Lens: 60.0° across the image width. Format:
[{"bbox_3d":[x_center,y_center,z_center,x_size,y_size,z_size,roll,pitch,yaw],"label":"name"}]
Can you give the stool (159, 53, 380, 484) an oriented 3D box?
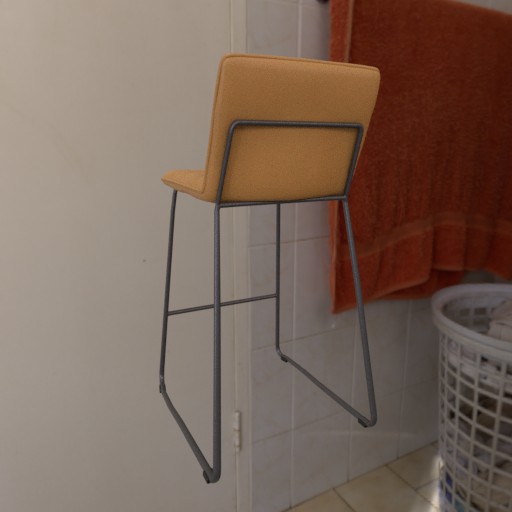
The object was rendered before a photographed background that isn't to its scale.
[{"bbox_3d":[0.000,0.000,1.224,0.489,0.936,0.524,-7,16,-26],"label":"stool"}]
